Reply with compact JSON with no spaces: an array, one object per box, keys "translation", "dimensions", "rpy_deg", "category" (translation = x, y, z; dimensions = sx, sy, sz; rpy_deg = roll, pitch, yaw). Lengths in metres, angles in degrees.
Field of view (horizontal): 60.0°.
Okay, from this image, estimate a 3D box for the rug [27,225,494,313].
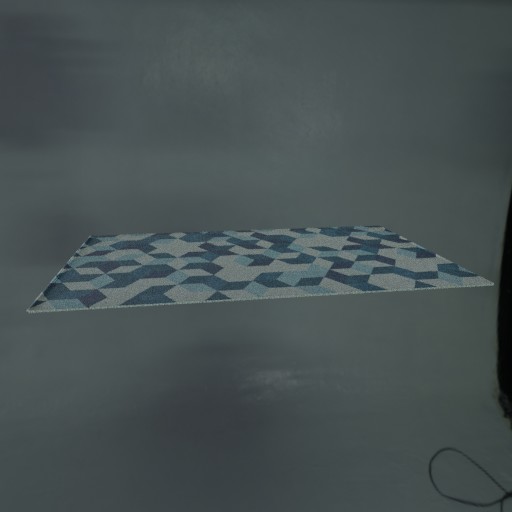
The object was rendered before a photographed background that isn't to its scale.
[{"translation":[0.000,0.000,2.996],"dimensions":[2.438,0.015,1.518],"rpy_deg":[-3,17,-9],"category":"rug"}]
